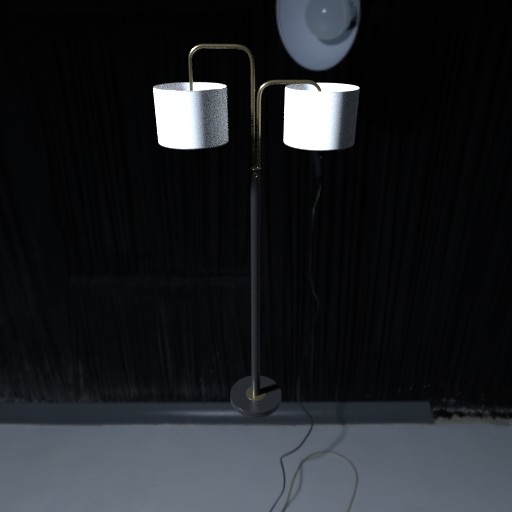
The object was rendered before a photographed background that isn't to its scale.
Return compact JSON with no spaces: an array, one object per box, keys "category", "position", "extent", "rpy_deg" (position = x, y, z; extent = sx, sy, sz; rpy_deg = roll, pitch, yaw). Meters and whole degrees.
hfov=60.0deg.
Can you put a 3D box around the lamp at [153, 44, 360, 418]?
[{"category":"lamp","position":[0.000,0.000,1.840],"extent":[0.711,1.587,0.254],"rpy_deg":[1,27,2]}]
